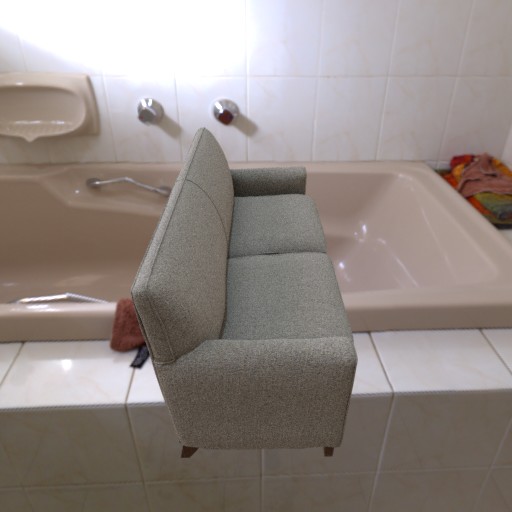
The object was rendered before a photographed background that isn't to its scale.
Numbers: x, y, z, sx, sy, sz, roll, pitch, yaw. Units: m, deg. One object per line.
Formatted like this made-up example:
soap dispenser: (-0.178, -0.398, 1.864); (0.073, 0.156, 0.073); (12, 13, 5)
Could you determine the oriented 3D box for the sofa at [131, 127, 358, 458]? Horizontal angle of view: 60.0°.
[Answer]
sofa: (0.000, 0.000, 2.533); (0.854, 0.942, 2.026); (0, 31, 0)
